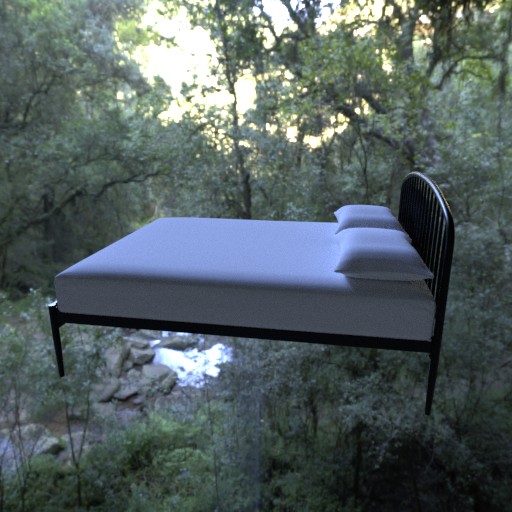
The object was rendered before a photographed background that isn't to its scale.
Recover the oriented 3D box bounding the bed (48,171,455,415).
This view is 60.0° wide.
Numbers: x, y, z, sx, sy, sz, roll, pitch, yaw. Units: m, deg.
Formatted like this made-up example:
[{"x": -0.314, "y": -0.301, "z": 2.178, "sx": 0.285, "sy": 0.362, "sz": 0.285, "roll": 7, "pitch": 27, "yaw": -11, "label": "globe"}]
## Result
[{"x": 0.000, "y": 0.000, "z": 3.091, "sx": 2.159, "sy": 1.166, "sz": 1.618, "roll": 3, "pitch": 17, "yaw": 9, "label": "bed"}]
